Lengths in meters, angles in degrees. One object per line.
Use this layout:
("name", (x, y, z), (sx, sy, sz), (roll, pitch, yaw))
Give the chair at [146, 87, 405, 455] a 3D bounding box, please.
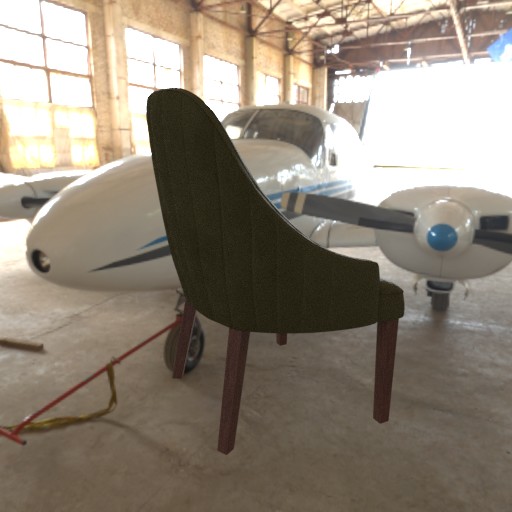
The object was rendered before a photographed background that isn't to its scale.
("chair", (0.000, 0.000, 1.298), (0.575, 0.889, 0.643), (-6, 15, -26))
